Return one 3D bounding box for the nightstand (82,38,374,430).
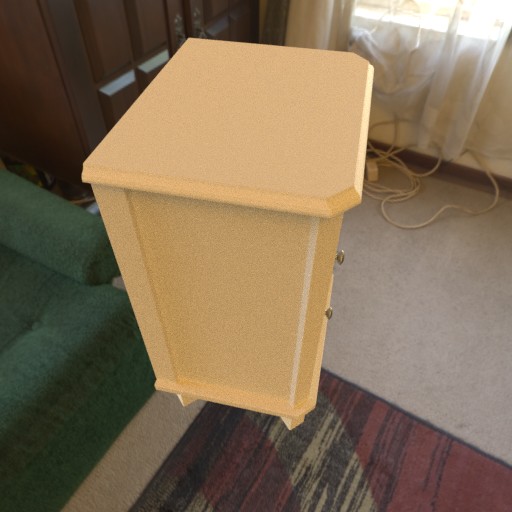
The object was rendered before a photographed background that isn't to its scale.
[{"bbox_3d":[0.000,0.000,0.911,0.351,0.681,0.435,9,47,9],"label":"nightstand"}]
